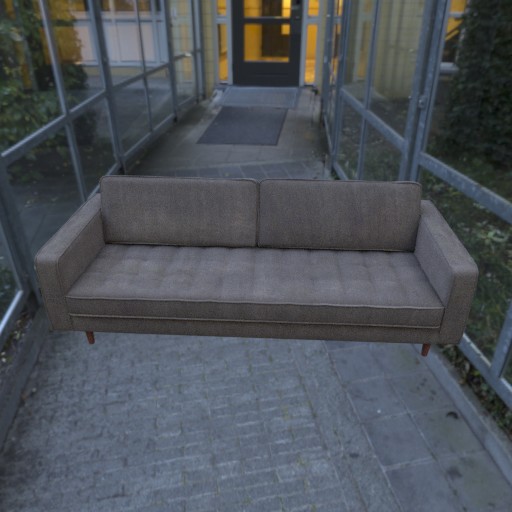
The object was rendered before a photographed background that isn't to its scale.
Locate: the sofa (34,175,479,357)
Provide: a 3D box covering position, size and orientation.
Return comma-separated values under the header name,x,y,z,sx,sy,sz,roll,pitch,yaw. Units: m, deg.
name,x,y,z,sx,sy,sz,roll,pitch,yaw
sofa,0.000,0.000,2.675,2.295,0.813,0.923,2,30,3
